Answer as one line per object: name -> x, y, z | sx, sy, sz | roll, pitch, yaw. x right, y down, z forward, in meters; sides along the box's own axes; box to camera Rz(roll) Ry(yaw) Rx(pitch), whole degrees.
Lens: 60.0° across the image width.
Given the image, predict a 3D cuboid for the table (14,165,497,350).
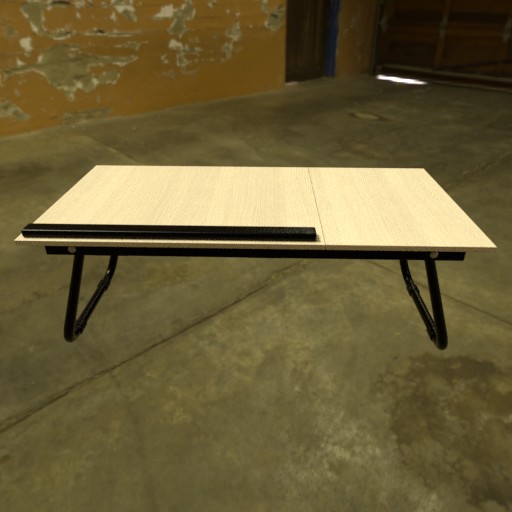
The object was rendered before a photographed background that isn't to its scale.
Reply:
table -> 0.000, 0.000, 0.781 | 0.644, 0.242, 0.322 | 1, 29, 2
